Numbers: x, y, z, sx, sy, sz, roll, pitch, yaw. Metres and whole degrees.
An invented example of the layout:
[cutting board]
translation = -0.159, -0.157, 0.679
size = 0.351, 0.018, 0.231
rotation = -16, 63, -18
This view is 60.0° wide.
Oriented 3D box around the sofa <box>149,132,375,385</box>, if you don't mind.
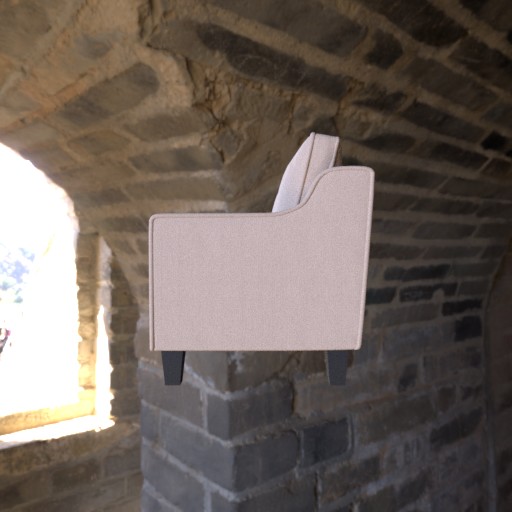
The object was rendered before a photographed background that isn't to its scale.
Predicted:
[sofa]
translation = 0.000, 0.000, 2.528
size = 0.791, 0.902, 2.131
rotation = 0, -1, 0
